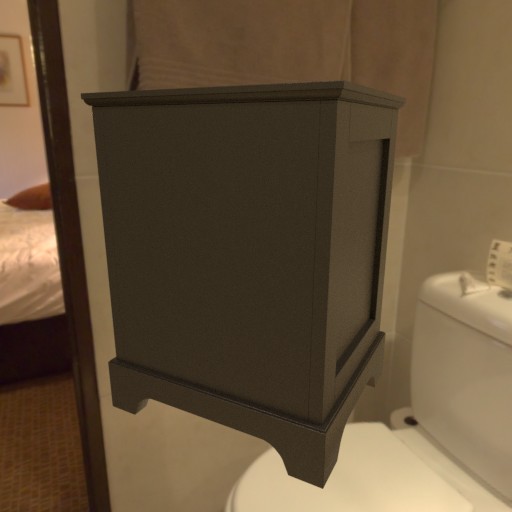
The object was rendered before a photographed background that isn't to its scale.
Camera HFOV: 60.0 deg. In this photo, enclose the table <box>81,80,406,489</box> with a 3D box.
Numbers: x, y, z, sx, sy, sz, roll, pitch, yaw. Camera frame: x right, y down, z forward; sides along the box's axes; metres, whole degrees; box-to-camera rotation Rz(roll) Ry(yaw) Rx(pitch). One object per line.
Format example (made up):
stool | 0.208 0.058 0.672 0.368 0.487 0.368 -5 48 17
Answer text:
table | 0.000 0.000 0.896 0.460 0.610 0.399 9 18 27
